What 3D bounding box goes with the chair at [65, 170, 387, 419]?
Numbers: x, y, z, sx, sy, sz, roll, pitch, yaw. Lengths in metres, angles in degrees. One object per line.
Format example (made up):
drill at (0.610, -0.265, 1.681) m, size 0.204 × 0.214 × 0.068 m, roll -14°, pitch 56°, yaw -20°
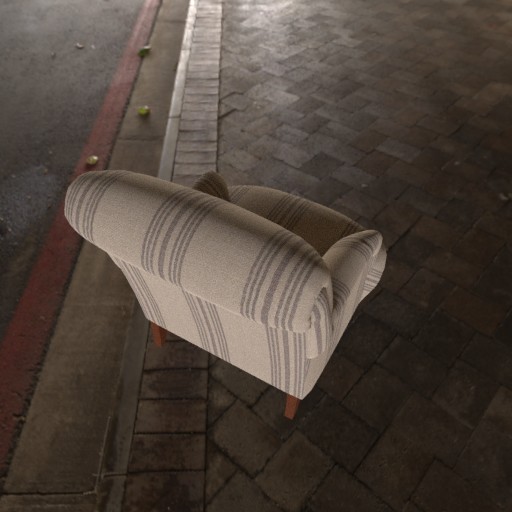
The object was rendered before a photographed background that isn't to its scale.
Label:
chair at (0.000, 0.000, 1.611) m, size 0.813 × 0.940 × 0.914 m, roll 23°, pitch 50°, yaw 20°
